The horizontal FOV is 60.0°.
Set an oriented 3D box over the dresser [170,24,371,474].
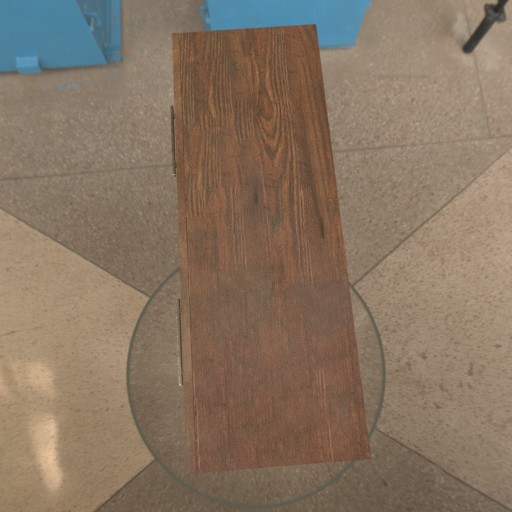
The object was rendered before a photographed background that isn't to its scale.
[{"bbox_3d":[0.000,0.000,2.119,0.623,1.061,1.646,-4,76,-1],"label":"dresser"}]
